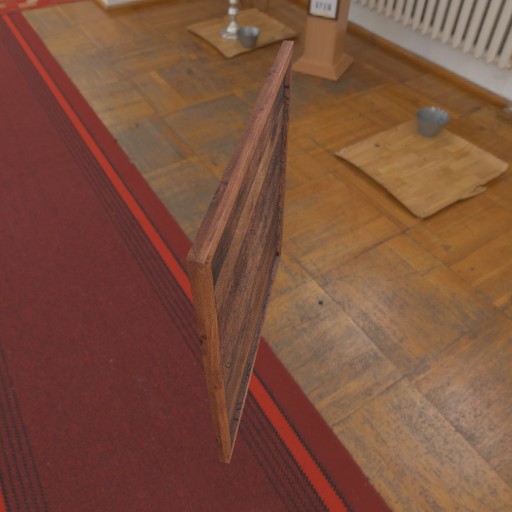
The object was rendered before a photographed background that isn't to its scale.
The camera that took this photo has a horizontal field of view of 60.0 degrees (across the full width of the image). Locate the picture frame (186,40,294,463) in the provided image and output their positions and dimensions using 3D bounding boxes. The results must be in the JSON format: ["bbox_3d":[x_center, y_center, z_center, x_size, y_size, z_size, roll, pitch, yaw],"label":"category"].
[{"bbox_3d":[0.000,0.000,1.193,0.029,0.817,0.810,9,47,8],"label":"picture frame"}]
